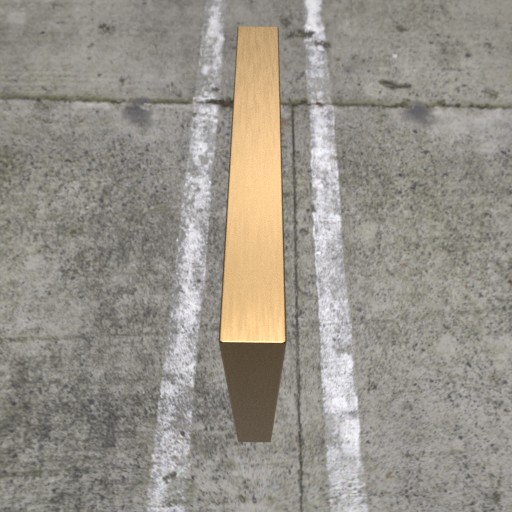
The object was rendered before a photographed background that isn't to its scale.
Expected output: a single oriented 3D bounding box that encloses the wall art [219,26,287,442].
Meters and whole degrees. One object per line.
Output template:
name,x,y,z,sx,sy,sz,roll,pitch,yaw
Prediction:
wall art,0.000,0.000,0.453,0.037,0.305,0.305,1,58,0
